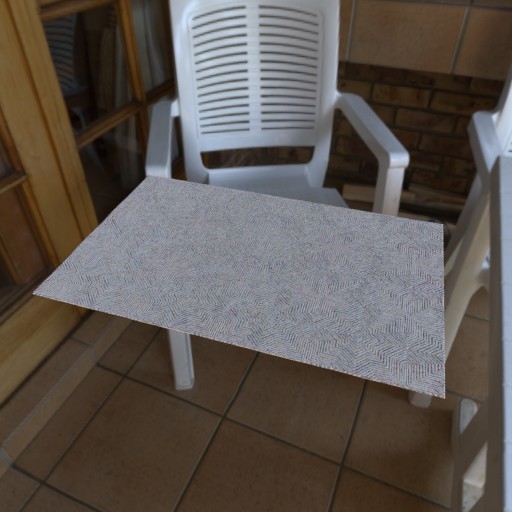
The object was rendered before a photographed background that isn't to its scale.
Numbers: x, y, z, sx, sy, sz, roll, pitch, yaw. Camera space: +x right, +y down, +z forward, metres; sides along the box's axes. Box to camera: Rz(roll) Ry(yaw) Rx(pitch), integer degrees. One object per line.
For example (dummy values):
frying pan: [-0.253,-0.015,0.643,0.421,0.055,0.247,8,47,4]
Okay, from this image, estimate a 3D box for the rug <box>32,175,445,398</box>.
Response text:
rug: [0.000,0.000,3.011,2.428,0.007,1.519,11,42,13]
